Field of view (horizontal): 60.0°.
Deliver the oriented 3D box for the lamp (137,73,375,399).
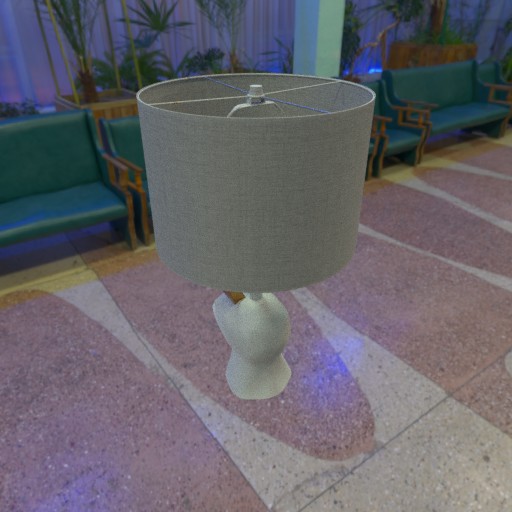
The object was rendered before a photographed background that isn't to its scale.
[{"bbox_3d":[0.000,0.000,0.692,0.298,0.503,0.298,-18,35,-28],"label":"lamp"}]
